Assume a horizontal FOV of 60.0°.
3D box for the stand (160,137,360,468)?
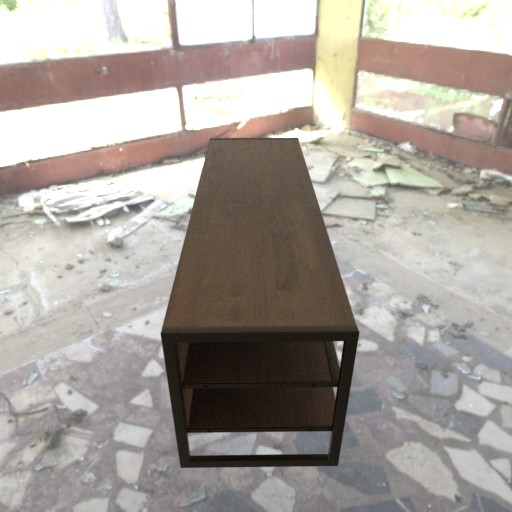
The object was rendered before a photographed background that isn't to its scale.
[{"bbox_3d":[0.000,0.000,1.764,0.454,0.506,1.480,0,32,-1],"label":"stand"}]
